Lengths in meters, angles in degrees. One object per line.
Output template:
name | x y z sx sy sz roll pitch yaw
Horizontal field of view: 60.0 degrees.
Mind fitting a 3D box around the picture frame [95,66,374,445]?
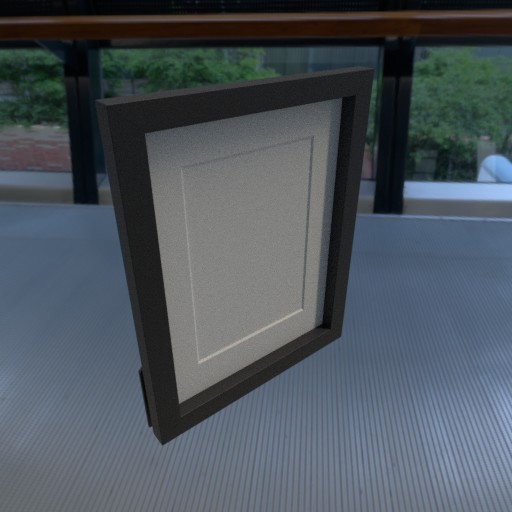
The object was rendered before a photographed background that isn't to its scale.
picture frame | 0.000 0.000 0.513 0.307 0.383 0.036 -22 37 -33
